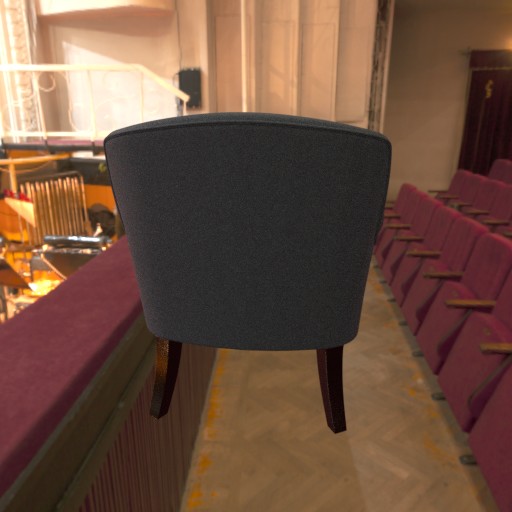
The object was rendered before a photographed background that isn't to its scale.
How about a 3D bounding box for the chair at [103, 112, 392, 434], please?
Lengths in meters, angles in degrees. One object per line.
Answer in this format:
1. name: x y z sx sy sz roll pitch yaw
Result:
1. chair: 0.000 0.000 1.445 0.770 0.878 0.754 2 17 7
